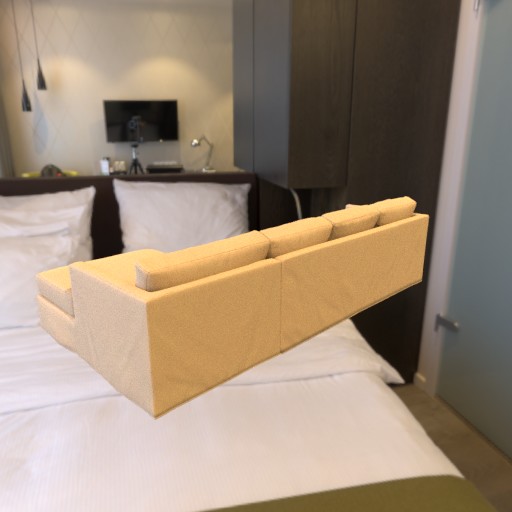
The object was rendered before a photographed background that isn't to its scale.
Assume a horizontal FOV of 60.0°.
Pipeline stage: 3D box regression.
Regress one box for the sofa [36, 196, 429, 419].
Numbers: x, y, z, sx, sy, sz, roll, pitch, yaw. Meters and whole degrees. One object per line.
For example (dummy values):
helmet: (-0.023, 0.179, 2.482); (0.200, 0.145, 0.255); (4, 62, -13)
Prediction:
sofa: (0.000, 0.000, 3.865); (1.622, 0.871, 3.206); (16, 22, 43)
